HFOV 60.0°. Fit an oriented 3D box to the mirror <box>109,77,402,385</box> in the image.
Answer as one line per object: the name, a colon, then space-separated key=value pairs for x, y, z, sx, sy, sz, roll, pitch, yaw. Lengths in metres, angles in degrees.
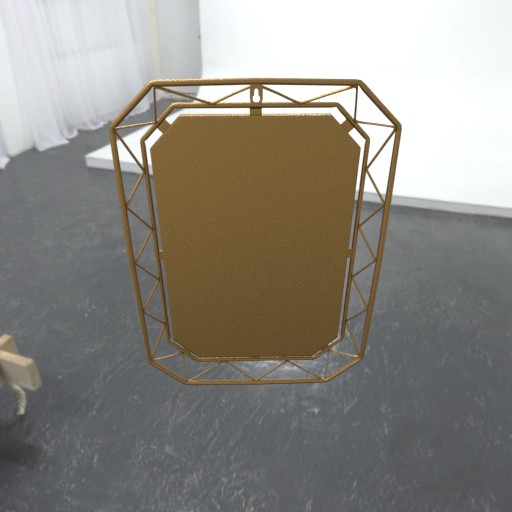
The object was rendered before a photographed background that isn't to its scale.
mirror: x=0.000 y=0.000 z=0.742 sx=0.417 sy=0.566 sz=0.042 roll=-1 pitch=31 yaw=-1
